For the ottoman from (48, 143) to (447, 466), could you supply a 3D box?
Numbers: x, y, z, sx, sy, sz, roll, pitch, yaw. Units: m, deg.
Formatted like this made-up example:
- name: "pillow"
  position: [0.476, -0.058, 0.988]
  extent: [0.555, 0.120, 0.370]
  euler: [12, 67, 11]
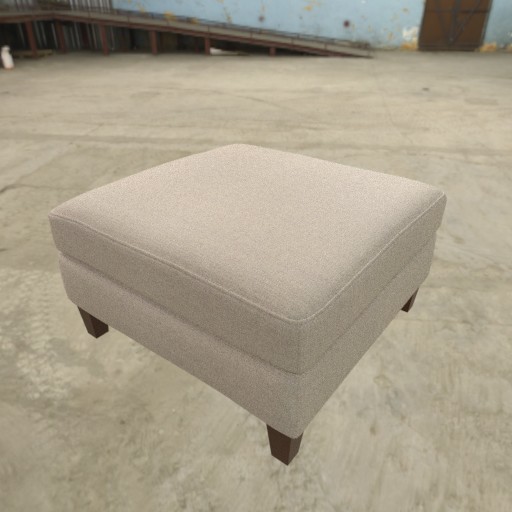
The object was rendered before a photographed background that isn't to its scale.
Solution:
- name: "ottoman"
  position: [0.000, 0.000, 1.344]
  extent: [0.838, 0.481, 0.838]
  euler: [21, 36, 32]
